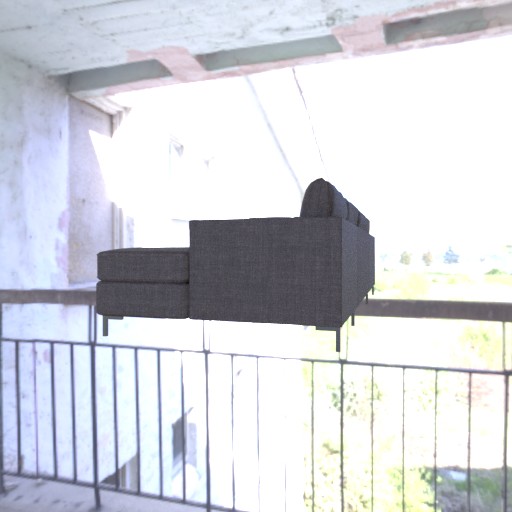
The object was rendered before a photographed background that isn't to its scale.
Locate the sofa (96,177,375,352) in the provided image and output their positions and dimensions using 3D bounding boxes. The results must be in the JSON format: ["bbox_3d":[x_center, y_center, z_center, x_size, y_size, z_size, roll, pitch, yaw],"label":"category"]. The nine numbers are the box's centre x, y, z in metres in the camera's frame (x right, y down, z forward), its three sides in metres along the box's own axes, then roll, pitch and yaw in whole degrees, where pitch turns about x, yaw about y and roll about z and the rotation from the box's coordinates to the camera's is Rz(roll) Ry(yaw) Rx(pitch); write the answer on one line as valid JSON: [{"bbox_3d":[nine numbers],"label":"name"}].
[{"bbox_3d":[0.000,0.000,4.269,2.048,0.999,3.423,0,1,18],"label":"sofa"}]
